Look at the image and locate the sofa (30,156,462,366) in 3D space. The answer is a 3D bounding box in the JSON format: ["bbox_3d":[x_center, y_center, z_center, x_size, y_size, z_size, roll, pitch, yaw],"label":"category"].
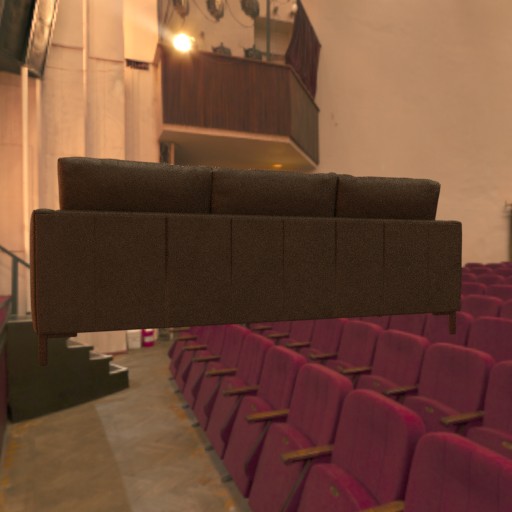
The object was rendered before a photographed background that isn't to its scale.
[{"bbox_3d":[0.000,0.000,2.300,2.029,0.805,0.748,0,1,-19],"label":"sofa"}]
